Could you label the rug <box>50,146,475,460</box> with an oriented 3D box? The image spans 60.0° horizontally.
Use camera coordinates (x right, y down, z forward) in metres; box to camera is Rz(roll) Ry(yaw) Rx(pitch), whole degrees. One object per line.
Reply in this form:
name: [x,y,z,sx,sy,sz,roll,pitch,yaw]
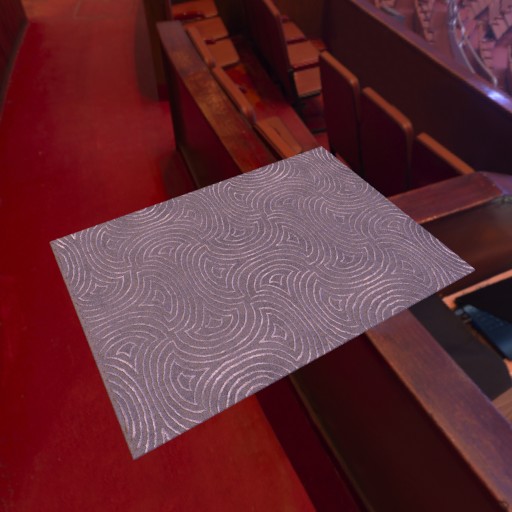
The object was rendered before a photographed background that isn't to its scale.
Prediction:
rug: [0.000,0.000,2.742,2.144,0.015,1.543,-23,51,-20]
